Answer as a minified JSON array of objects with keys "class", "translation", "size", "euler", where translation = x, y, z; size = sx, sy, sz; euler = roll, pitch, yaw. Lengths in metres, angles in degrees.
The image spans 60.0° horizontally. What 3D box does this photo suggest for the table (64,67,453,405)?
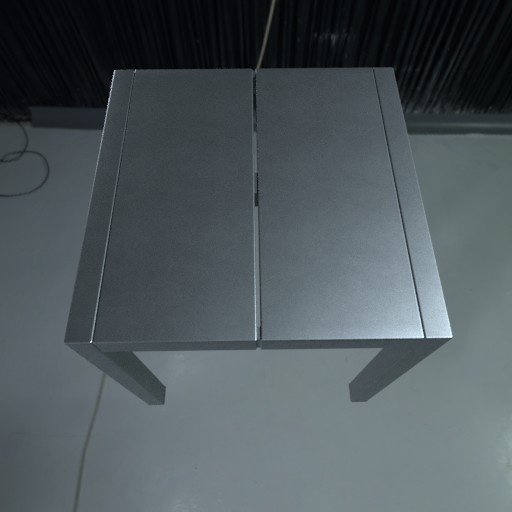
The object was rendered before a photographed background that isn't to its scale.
[{"class":"table","translation":[0.000,0.000,0.915],"size":[0.508,0.508,0.508],"euler":[-1,63,0]}]
